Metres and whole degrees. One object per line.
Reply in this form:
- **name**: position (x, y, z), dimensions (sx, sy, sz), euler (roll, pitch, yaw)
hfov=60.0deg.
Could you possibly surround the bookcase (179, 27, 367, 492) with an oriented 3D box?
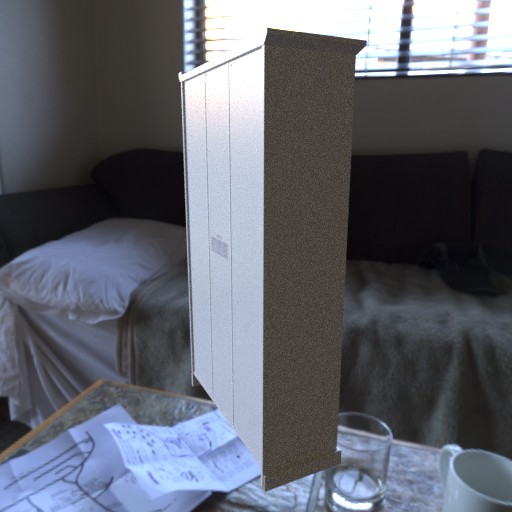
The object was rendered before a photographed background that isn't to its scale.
- **bookcase**: position (0.000, 0.000, 2.283), dimensions (0.432, 1.880, 1.050), euler (-7, 15, -25)
